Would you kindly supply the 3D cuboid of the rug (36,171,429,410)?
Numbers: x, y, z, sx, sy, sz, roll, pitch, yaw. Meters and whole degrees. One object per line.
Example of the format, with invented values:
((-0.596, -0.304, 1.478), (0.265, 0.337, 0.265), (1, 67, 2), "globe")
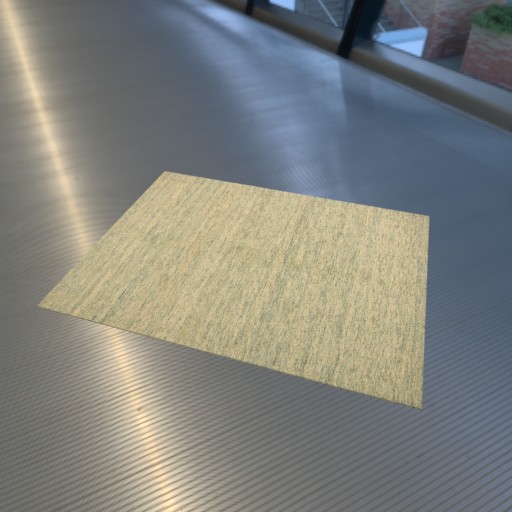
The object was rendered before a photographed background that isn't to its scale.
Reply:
((0.000, 0.000, 4.334), (3.201, 0.014, 2.437), (12, 42, 13), "rug")
